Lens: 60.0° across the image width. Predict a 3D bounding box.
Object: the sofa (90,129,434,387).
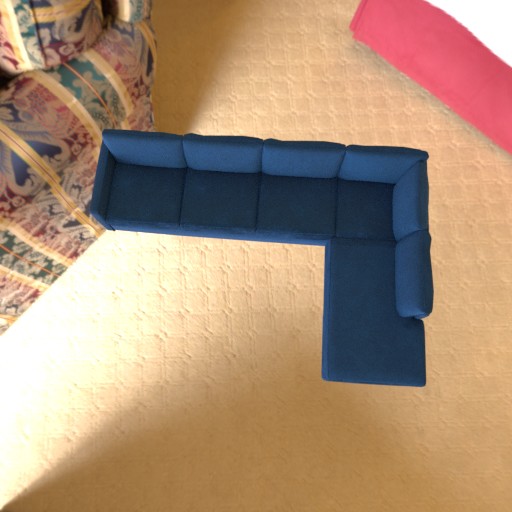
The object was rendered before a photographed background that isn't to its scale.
[{"bbox_3d":[0.000,0.000,3.273,2.486,0.687,1.707,4,76,1],"label":"sofa"}]
